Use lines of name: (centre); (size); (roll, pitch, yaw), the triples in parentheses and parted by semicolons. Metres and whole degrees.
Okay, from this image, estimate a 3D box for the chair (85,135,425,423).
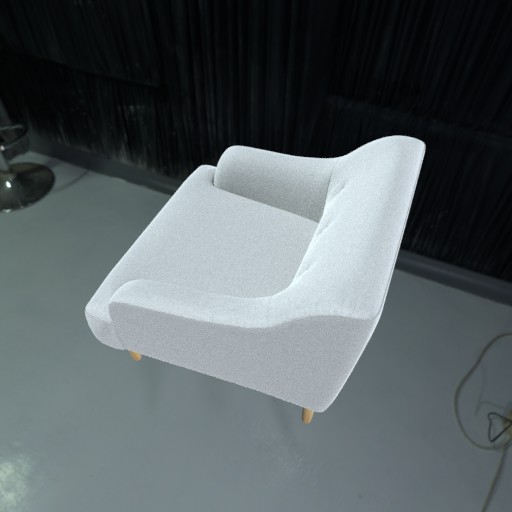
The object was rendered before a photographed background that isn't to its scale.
chair: (0.000, 0.000, 1.684); (0.951, 0.818, 0.946); (17, 50, 15)
